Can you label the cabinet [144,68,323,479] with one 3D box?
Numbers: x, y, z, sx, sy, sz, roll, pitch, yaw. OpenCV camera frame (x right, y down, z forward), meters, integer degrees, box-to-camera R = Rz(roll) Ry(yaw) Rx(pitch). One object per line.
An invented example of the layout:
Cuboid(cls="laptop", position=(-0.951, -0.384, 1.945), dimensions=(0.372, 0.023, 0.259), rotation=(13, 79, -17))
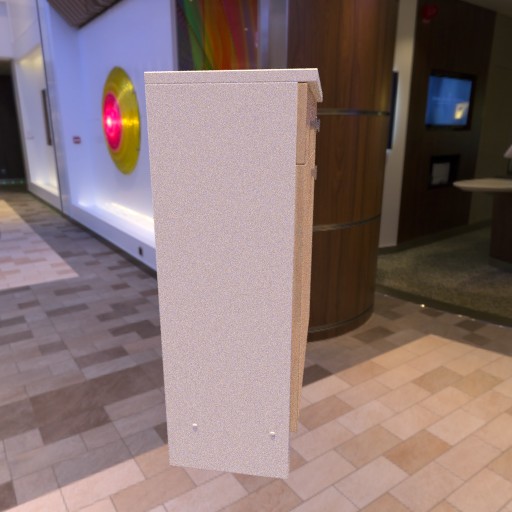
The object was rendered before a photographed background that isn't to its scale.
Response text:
Cuboid(cls="cabinet", position=(0.000, 0.000, 1.136), dimensions=(0.296, 0.815, 0.600), rotation=(3, 16, 9))
